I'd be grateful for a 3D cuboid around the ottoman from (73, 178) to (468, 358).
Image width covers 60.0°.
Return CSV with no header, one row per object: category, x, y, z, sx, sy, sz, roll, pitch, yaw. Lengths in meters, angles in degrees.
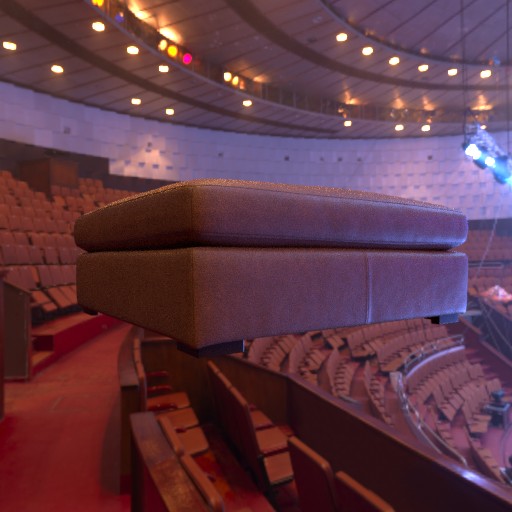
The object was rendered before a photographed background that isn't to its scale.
ottoman,0.000,0.000,1.778,1.168,0.490,1.168,0,0,-35
